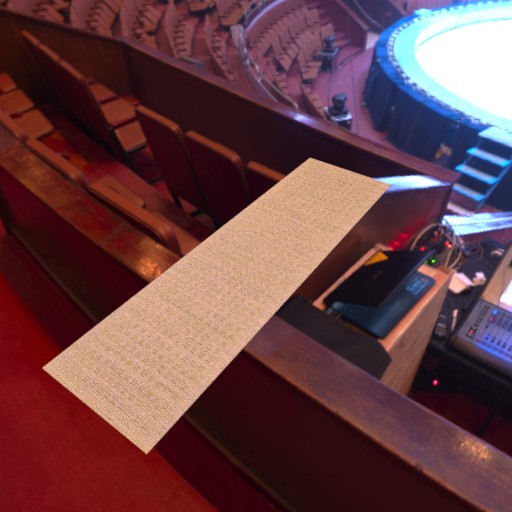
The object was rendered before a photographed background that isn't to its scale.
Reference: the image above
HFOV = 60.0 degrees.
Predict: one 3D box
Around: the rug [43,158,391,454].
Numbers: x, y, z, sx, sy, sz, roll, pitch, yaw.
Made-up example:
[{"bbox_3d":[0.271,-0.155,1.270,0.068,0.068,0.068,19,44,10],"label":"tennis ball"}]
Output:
[{"bbox_3d":[0.000,0.000,2.647,0.686,0.006,2.437,25,47,26],"label":"rug"}]
